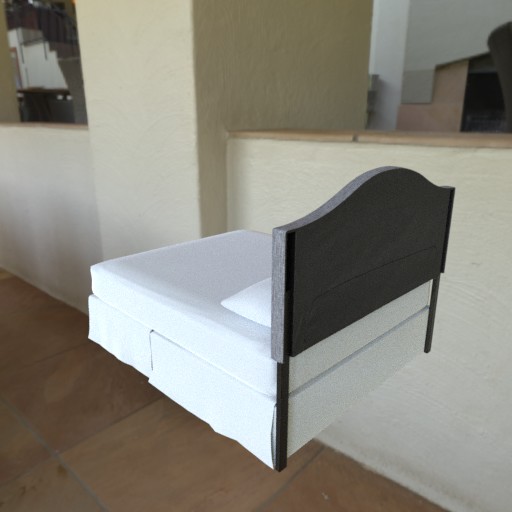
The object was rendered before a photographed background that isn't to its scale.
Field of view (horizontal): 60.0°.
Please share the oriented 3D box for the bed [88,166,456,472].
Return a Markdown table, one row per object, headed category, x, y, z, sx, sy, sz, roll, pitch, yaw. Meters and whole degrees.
| category | x | y | z | sx | sy | sz | roll | pitch | yaw |
| --- | --- | --- | --- | --- | --- | --- | --- | --- | --- |
| bed | 0.000 | 0.000 | 2.932 | 1.870 | 1.295 | 1.610 | 16 | 24 | 42 |
